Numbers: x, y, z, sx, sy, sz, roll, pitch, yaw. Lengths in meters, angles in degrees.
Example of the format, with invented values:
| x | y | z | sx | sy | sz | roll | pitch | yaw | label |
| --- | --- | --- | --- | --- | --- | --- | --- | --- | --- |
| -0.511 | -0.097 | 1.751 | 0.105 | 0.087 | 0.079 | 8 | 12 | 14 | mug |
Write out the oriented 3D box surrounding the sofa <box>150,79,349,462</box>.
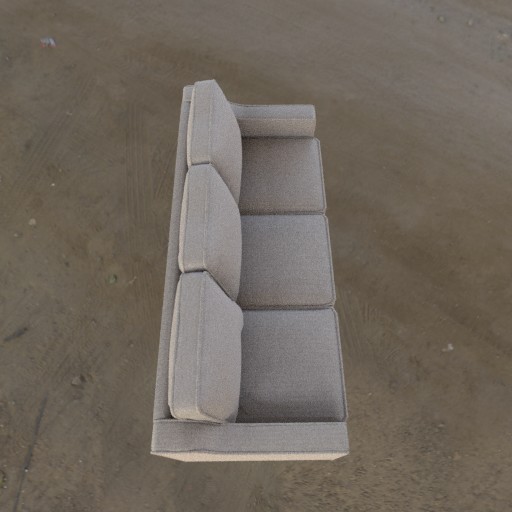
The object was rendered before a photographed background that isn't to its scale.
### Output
| x | y | z | sx | sy | sz | roll | pitch | yaw | label |
| --- | --- | --- | --- | --- | --- | --- | --- | --- | --- |
| 0.000 | 0.000 | 2.567 | 0.899 | 0.950 | 2.129 | -1 | 62 | 0 | sofa |
